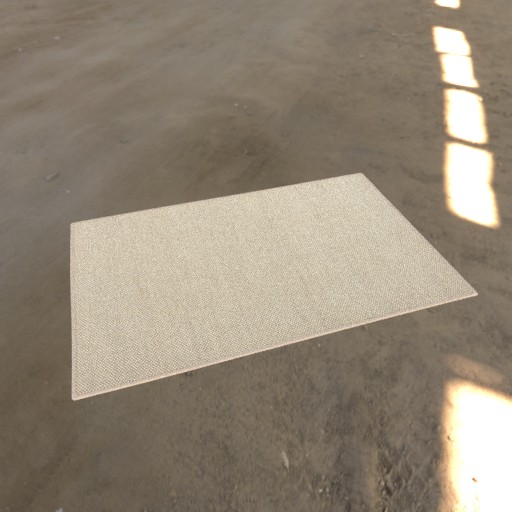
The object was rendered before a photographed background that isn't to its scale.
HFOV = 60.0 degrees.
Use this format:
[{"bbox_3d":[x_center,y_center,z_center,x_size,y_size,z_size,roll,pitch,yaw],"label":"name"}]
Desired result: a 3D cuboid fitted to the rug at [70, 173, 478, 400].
[{"bbox_3d":[0.000,0.000,2.099,1.676,0.013,1.067,-12,42,-13],"label":"rug"}]
